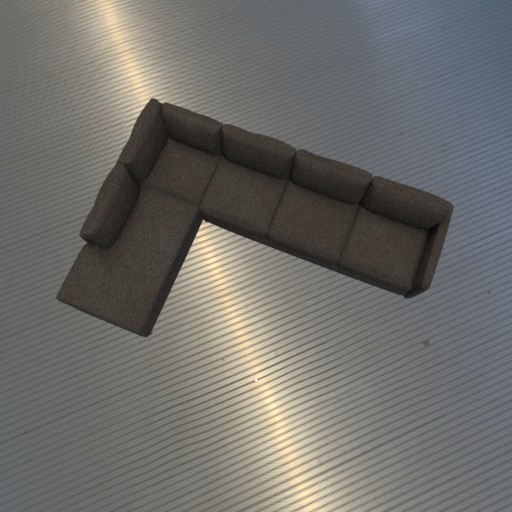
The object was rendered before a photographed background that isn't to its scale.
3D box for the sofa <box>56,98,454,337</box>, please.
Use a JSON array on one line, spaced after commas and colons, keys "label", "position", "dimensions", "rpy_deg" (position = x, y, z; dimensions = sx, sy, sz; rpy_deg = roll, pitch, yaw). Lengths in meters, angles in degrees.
[{"label": "sofa", "position": [0.000, 0.000, 3.900], "dimensions": [2.949, 0.815, 2.007], "rpy_deg": [21, 75, 6]}]
